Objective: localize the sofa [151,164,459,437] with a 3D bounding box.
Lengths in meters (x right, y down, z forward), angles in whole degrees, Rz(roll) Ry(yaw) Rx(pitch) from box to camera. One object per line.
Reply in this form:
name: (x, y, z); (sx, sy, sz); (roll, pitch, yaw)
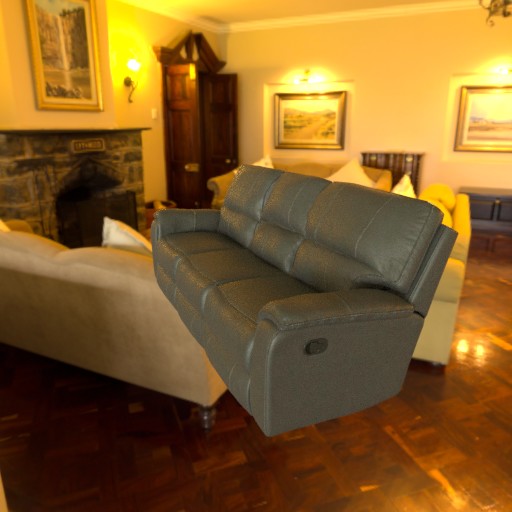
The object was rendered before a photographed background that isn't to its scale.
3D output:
sofa: (0.000, 0.000, 3.198); (1.104, 1.134, 2.627); (-7, 18, -23)
